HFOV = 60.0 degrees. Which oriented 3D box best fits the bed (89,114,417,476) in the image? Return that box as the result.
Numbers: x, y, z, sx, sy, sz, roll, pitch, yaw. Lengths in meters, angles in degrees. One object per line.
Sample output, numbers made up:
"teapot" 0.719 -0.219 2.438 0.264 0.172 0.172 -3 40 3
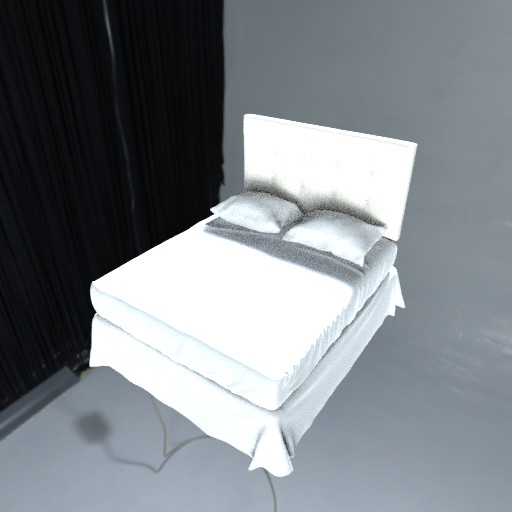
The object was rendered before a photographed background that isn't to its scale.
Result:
"bed" 0.000 0.000 3.496 1.936 1.577 2.222 20 37 29
